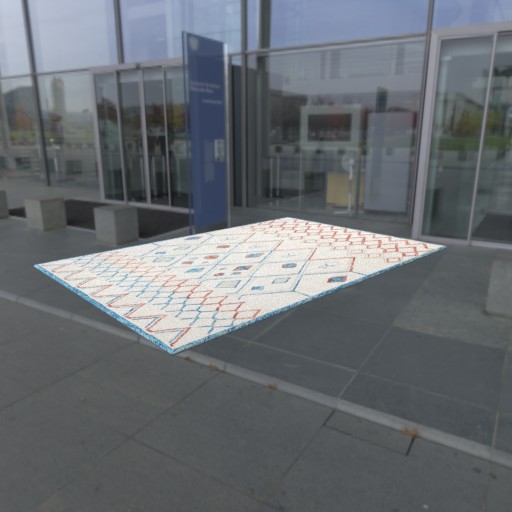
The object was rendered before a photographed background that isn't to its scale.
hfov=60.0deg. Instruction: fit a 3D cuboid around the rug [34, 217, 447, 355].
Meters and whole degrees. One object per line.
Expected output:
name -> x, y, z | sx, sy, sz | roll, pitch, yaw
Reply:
rug -> 0.000, 0.000, 2.337 | 1.829, 0.016, 1.219 | -14, 21, -41
